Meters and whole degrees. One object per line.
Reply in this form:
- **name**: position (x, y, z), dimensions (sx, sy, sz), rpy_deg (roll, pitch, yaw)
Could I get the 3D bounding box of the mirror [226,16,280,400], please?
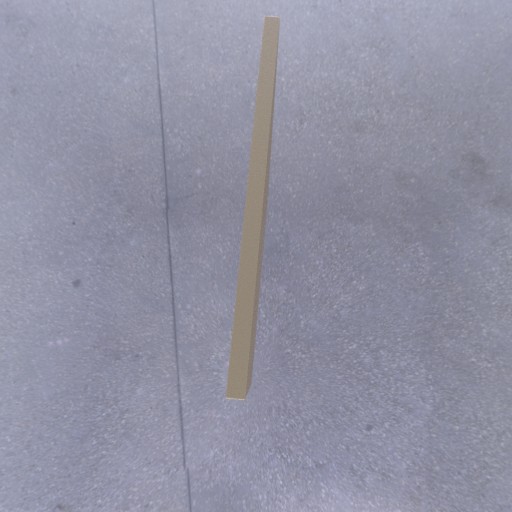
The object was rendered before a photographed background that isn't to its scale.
- **mirror**: position (0.000, 0.000, 1.312), dimensions (0.032, 1.023, 0.756), rpy_deg (5, 75, 1)
